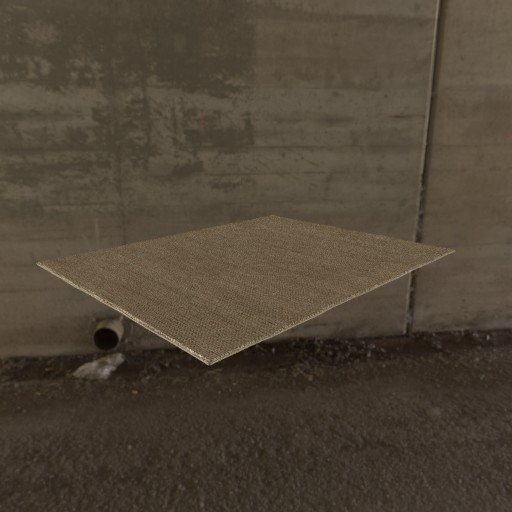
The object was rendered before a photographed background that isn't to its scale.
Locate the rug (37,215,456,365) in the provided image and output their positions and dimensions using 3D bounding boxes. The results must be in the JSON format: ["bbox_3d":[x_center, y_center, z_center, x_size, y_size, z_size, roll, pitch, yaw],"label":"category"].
[{"bbox_3d":[0.000,0.000,4.097,3.052,0.030,2.429,-16,22,-42],"label":"rug"}]
